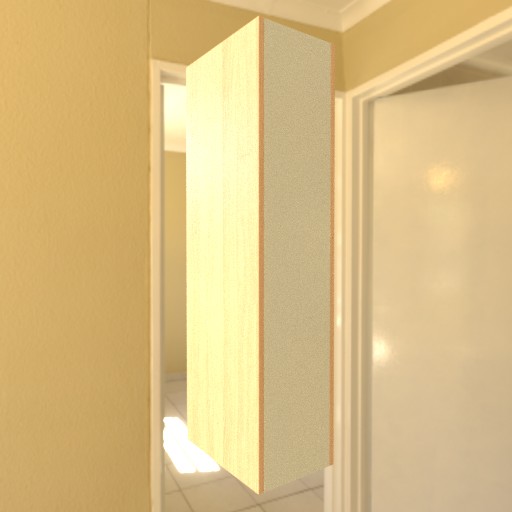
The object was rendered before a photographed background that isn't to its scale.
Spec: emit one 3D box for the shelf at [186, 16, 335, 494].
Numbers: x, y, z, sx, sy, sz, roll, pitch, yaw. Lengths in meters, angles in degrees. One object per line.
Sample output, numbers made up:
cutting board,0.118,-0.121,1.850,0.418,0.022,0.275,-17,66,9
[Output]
shelf,0.000,0.000,0.990,0.197,0.882,0.290,-1,1,-36
